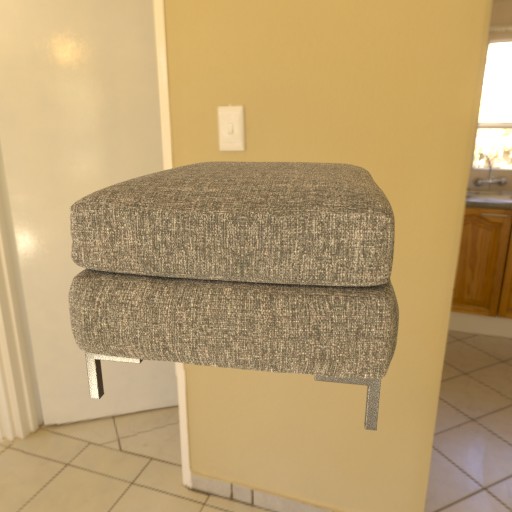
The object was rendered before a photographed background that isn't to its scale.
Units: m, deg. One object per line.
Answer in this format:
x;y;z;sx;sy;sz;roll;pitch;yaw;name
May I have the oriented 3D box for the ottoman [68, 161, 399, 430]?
0.000;0.000;1.214;0.683;0.480;0.828;3;16;10;ottoman
